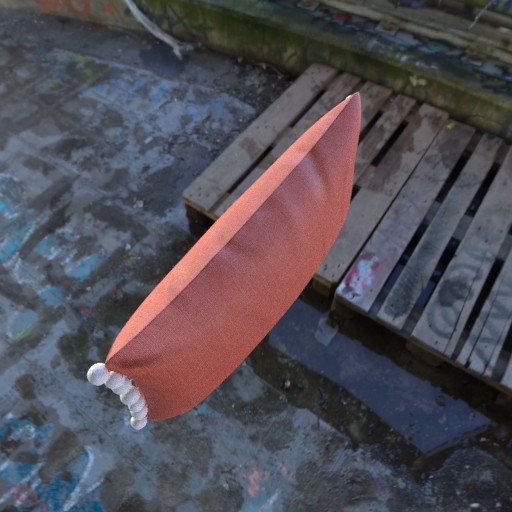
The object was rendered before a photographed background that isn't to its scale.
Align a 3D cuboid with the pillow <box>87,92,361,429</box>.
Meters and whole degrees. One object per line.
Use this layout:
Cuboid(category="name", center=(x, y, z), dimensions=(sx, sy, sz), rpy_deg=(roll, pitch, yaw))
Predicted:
Cuboid(category="pillow", center=(0.000, 0.000, 0.828), dimensions=(0.201, 0.322, 0.709), rpy_deg=(32, 63, 18))
